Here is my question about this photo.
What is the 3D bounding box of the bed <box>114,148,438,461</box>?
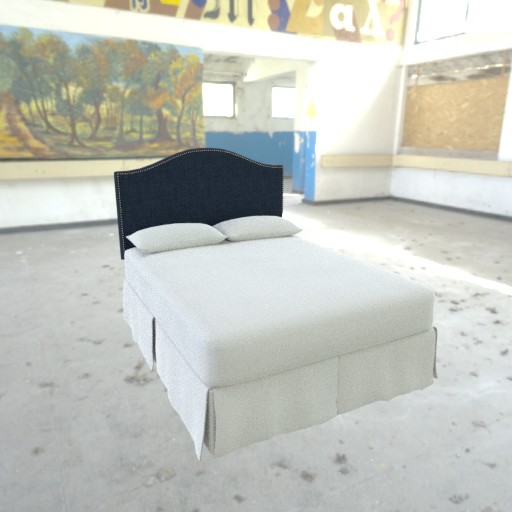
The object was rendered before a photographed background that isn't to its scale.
[{"bbox_3d":[0.000,0.000,3.332,1.725,1.518,2.153,-8,18,-26],"label":"bed"}]
